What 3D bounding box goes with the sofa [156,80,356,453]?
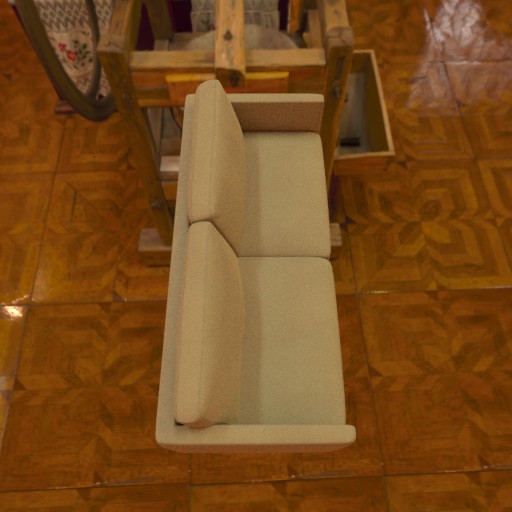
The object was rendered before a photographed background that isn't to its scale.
[{"bbox_3d":[0.000,0.000,2.708,0.948,0.932,2.181,0,64,0],"label":"sofa"}]
